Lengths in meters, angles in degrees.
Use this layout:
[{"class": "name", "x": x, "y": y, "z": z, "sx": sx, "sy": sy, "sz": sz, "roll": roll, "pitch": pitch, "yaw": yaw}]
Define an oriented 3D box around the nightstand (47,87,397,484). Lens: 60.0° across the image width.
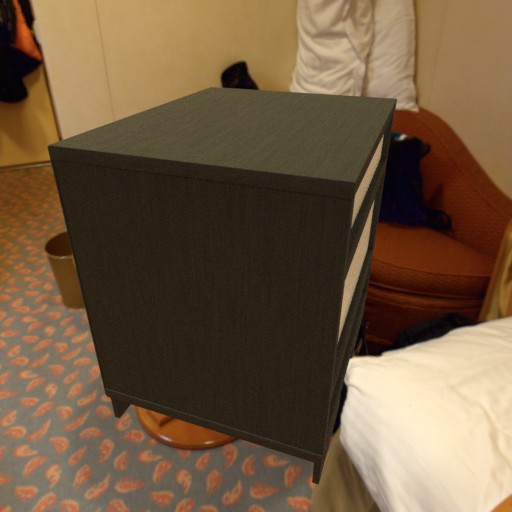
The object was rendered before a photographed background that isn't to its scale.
[{"class": "nightstand", "x": 0.000, "y": 0.000, "z": 0.732, "sx": 0.347, "sy": 0.448, "sz": 0.427, "roll": 10, "pitch": 31, "yaw": 18}]
